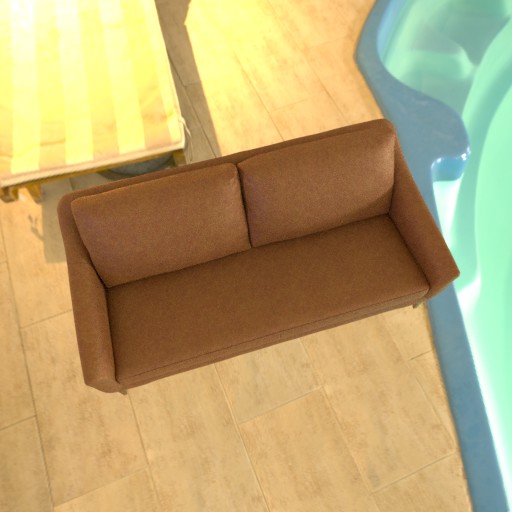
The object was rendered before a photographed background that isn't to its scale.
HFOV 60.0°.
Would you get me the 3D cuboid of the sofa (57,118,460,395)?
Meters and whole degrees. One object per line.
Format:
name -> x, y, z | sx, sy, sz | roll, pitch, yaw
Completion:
sofa -> 0.000, 0.000, 2.568 | 2.036, 0.945, 0.981 | -15, 66, -7
